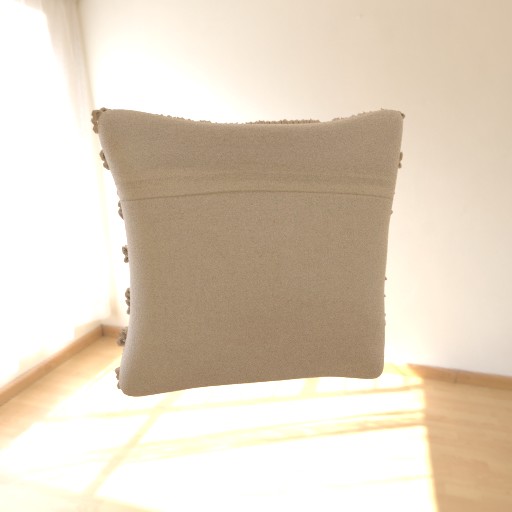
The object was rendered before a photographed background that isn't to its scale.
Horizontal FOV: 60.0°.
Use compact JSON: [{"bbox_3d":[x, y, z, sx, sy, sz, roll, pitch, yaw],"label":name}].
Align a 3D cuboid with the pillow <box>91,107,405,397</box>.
[{"bbox_3d":[0.000,0.000,0.663,0.437,0.427,0.145,-2,15,-9],"label":"pillow"}]
